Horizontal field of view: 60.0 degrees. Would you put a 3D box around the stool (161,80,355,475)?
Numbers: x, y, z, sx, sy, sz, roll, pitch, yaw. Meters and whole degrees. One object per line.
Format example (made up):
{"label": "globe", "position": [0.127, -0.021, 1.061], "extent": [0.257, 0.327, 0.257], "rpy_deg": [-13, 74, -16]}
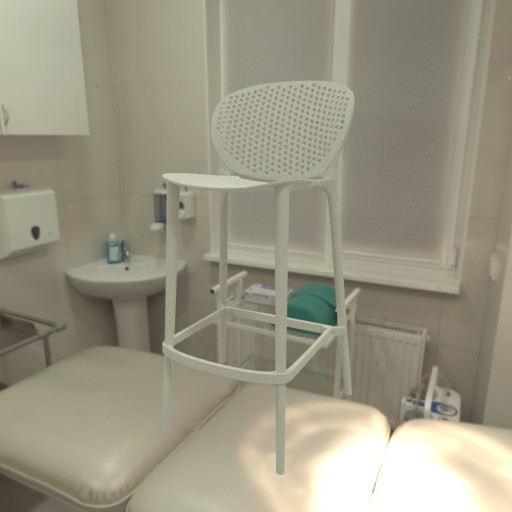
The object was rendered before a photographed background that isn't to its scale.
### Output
{"label": "stool", "position": [0.000, 0.000, 1.345], "extent": [0.536, 1.045, 0.535], "rpy_deg": [7, 17, 26]}
